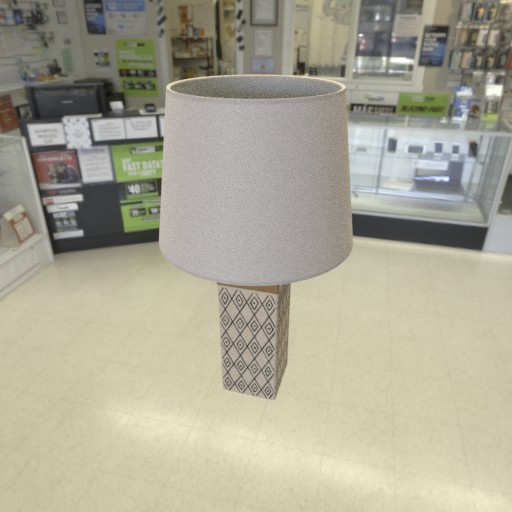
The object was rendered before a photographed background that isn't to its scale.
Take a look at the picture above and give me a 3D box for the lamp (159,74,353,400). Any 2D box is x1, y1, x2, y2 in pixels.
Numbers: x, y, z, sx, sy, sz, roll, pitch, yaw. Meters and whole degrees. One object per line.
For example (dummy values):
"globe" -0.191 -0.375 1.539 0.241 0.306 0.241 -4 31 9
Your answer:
"lamp" 0.000 0.000 0.599 0.251 0.435 0.251 0 28 0
